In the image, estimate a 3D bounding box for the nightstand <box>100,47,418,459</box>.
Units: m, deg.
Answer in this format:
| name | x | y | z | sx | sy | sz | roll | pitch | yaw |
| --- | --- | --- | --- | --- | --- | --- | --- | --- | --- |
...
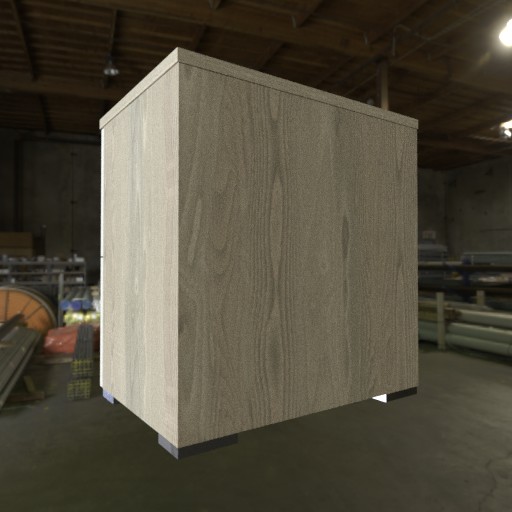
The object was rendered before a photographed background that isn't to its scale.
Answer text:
| name | x | y | z | sx | sy | sz | roll | pitch | yaw |
| --- | --- | --- | --- | --- | --- | --- | --- | --- | --- |
| nightstand | 0.000 | 0.000 | 0.754 | 0.442 | 0.461 | 0.325 | 1 | -1 | -35 |
